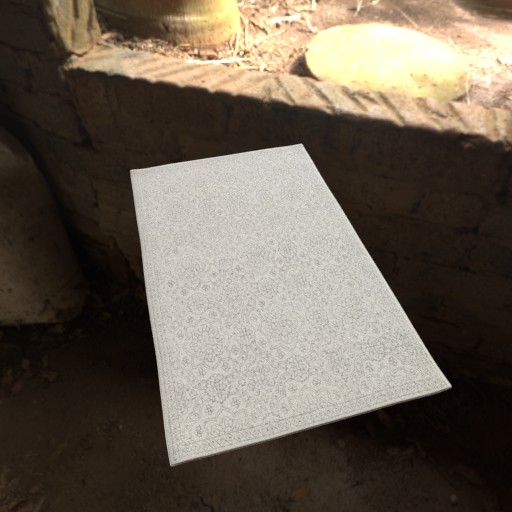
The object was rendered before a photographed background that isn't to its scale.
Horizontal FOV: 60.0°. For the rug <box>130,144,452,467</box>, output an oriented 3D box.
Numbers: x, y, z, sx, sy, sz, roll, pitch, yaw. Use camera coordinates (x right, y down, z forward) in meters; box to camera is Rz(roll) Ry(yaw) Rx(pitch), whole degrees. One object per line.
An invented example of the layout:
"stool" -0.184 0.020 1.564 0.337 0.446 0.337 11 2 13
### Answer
"rug" 0.000 0.000 2.431 1.214 0.023 1.947 -11 48 -10
